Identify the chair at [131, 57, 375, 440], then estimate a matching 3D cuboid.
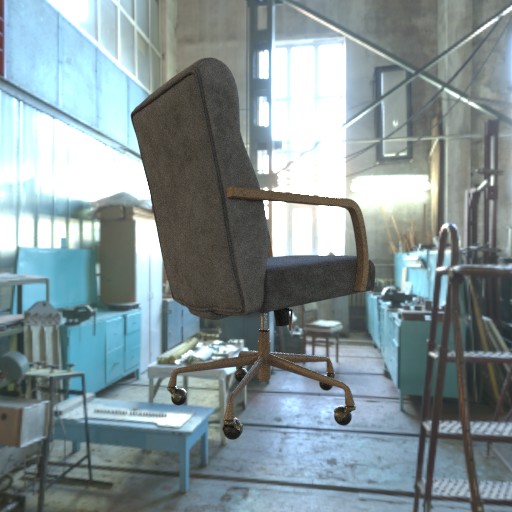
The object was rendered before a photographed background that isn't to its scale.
[{"bbox_3d":[0.000,0.000,1.504,0.741,1.029,0.640,0,0,-35],"label":"chair"}]
